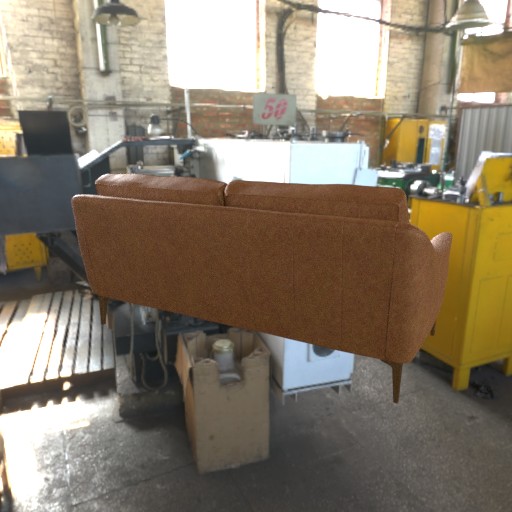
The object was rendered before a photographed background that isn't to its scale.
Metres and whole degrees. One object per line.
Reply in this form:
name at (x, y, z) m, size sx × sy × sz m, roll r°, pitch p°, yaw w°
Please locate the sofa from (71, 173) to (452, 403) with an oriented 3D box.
sofa at (0.000, 0.000, 2.582) m, size 2.036 × 0.945 × 0.981 m, roll 8°, pitch 17°, yaw 27°
